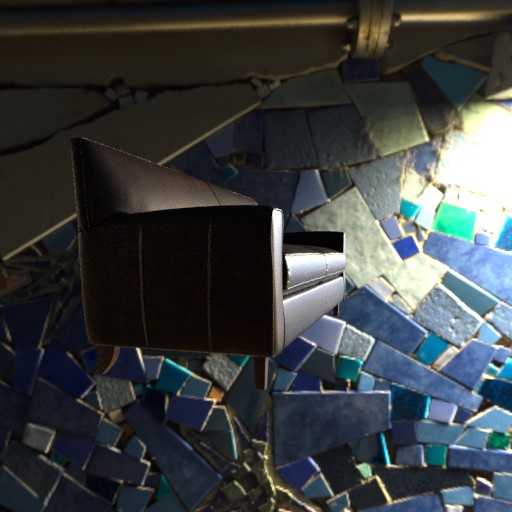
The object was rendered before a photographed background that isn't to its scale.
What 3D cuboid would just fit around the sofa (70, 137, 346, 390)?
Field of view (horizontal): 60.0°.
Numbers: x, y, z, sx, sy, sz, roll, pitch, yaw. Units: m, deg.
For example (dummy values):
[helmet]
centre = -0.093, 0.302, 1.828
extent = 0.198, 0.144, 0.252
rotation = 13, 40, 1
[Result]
[sofa]
centre = 0.000, 0.000, 2.428
extent = 0.786, 0.871, 1.995
rotation = 0, 0, 18
